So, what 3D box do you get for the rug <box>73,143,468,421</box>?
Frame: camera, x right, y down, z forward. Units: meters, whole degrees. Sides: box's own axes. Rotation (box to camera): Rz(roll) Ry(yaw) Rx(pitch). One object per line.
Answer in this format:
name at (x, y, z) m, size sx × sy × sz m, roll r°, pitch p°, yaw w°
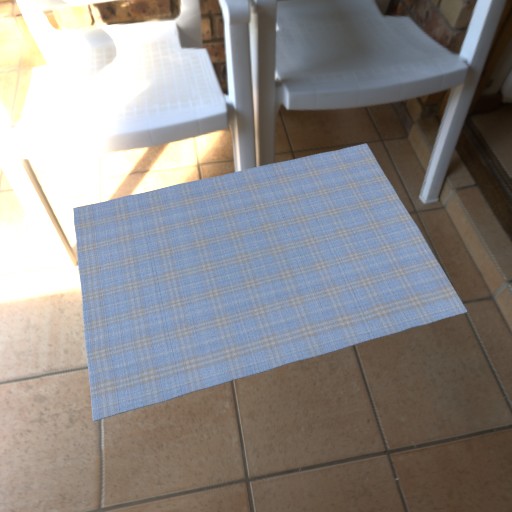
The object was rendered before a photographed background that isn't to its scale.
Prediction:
rug at (0.000, 0.000, 2.366) m, size 1.835 × 0.012 × 1.231 m, roll -14°, pitch 59°, yaw -9°
